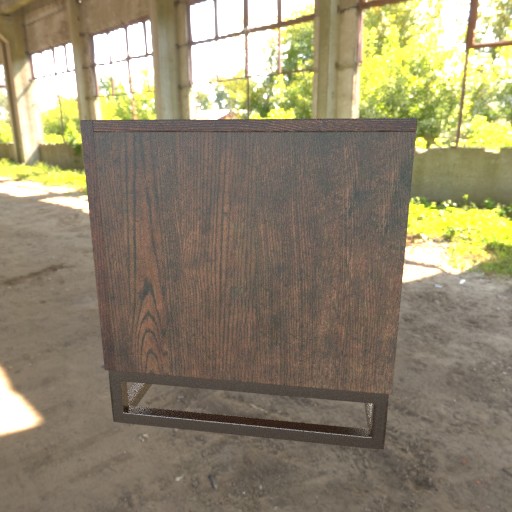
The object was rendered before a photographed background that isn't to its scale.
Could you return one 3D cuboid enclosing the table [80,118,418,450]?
[{"bbox_3d":[0.000,0.000,1.014,0.566,0.582,0.506,2,15,9],"label":"table"}]
